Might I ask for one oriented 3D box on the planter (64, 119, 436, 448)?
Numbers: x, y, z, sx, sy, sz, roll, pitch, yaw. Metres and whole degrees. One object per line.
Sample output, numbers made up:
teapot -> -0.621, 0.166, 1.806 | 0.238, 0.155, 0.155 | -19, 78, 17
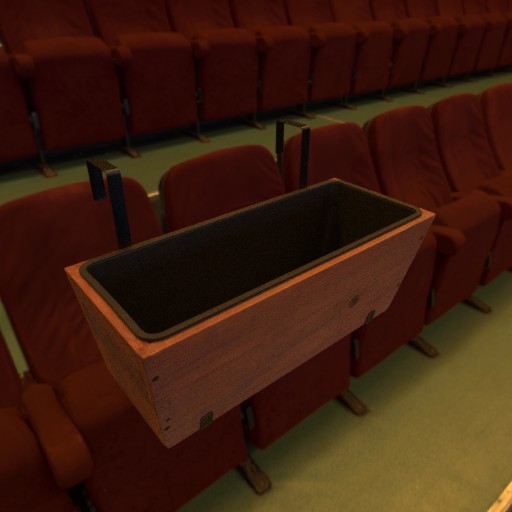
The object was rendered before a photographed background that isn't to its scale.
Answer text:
planter -> 0.000, 0.000, 0.635 | 0.480, 0.289, 0.262 | -23, 37, -33
